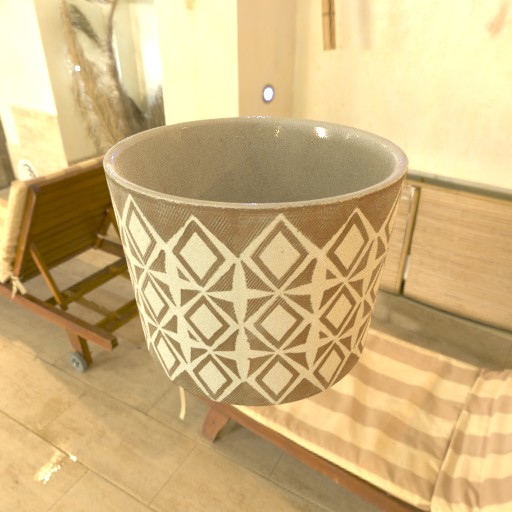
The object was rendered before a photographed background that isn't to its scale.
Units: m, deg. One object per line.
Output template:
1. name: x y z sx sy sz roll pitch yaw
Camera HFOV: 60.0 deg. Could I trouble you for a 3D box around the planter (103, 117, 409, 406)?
1. planter: 0.000 0.000 0.447 0.260 0.220 0.260 0 30 0
